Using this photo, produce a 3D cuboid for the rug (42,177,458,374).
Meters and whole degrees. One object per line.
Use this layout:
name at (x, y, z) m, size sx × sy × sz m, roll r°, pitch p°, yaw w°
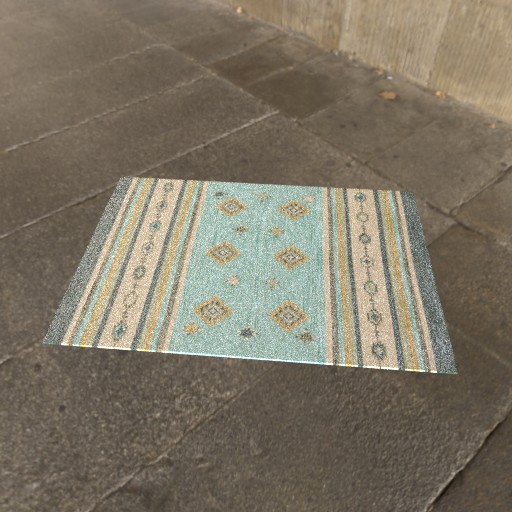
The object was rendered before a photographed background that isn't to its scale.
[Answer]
rug at (0.000, 0.000, 2.334) m, size 1.811 × 0.010 × 1.212 m, roll 3°, pitch 47°, yaw 3°
